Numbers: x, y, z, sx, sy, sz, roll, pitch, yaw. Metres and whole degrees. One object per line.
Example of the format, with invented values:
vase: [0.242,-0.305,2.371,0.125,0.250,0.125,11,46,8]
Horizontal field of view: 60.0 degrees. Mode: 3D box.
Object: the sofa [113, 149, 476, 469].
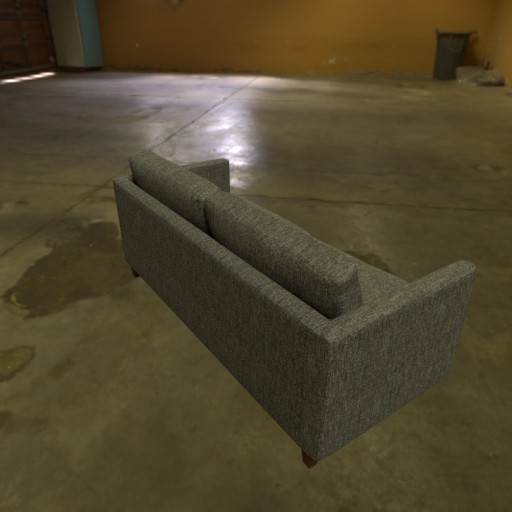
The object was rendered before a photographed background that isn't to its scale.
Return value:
sofa: [0.000,0.000,2.657,0.948,0.960,2.208,-18,33,-31]
